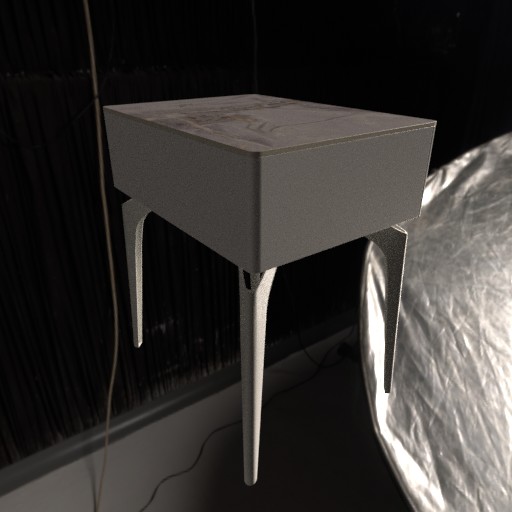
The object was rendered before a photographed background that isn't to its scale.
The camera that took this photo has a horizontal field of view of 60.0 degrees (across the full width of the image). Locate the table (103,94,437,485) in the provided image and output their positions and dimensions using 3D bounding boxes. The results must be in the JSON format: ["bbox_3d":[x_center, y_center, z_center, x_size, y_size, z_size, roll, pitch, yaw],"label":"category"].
[{"bbox_3d":[0.000,0.000,0.918,0.400,0.570,0.500,-18,31,-33],"label":"table"}]
